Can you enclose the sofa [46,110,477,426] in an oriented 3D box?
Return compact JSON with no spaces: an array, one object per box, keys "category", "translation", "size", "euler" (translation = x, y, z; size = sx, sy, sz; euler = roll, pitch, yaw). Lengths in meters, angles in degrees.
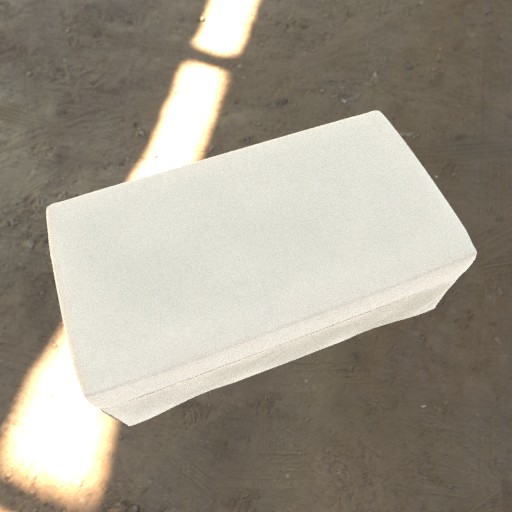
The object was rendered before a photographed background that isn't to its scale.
[{"category":"sofa","translation":[0.000,0.000,2.067],"size":[1.677,0.552,0.939],"euler":[-18,64,-10]}]
